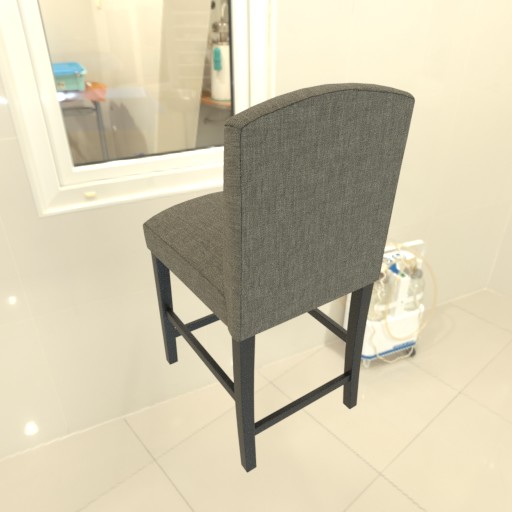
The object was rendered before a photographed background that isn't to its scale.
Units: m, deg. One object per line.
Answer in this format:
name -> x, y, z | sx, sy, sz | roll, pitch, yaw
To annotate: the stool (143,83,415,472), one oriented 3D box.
stool -> 0.000, 0.000, 1.232 | 0.451, 0.966, 0.552 | -19, 35, -29
